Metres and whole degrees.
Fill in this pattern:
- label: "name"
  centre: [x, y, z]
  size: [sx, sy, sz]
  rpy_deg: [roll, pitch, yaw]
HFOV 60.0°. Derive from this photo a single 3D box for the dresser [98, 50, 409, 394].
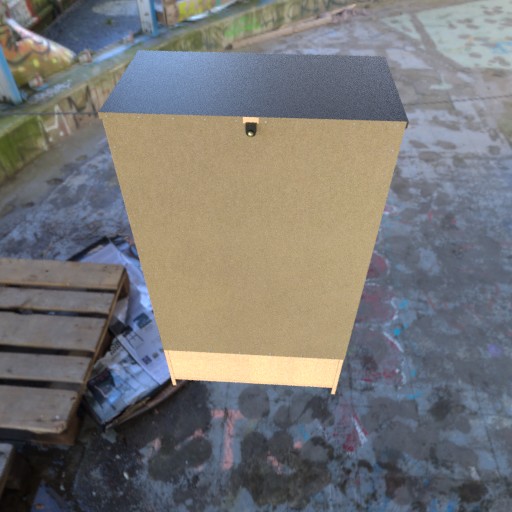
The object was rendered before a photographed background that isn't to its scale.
- label: "dresser"
  centre: [0.000, 0.000, 1.572]
  size: [0.704, 1.254, 0.418]
  rpy_deg: [3, 45, 3]
